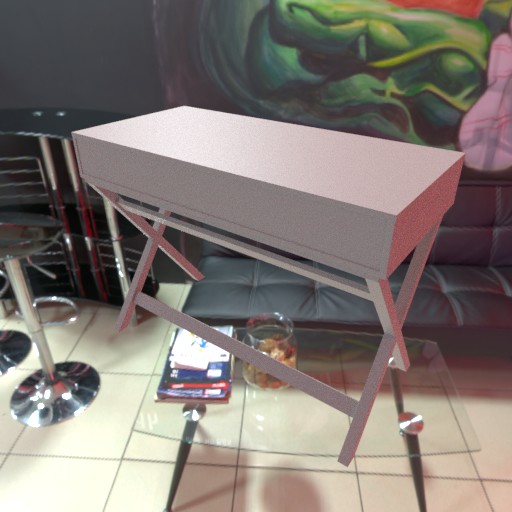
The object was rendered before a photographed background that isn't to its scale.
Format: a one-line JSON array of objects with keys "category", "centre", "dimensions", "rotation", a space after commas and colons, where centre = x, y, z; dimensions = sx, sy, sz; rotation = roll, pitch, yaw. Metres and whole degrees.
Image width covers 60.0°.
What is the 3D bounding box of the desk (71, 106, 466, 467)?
[{"category": "desk", "centre": [0.000, 0.000, 1.499], "dimensions": [1.057, 0.780, 0.525], "rotation": [20, 35, 31]}]
